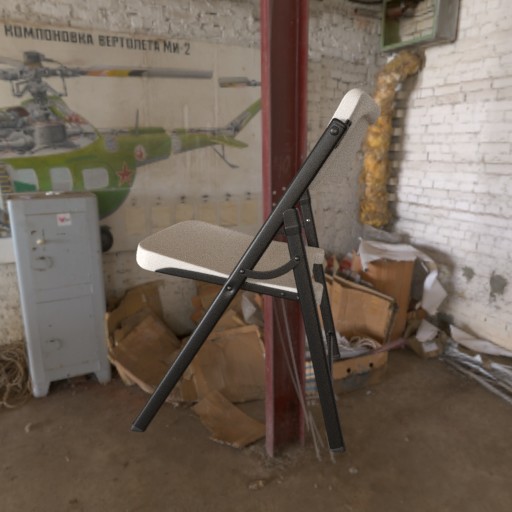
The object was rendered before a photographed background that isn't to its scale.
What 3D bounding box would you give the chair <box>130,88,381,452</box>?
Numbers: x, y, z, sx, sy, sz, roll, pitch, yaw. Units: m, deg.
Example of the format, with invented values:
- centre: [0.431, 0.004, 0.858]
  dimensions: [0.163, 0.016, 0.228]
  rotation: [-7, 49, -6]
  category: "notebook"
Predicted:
- centre: [0.000, 0.000, 1.148]
  dimensions: [0.577, 0.765, 0.482]
  rotation: [2, 14, 9]
  category: "chair"
